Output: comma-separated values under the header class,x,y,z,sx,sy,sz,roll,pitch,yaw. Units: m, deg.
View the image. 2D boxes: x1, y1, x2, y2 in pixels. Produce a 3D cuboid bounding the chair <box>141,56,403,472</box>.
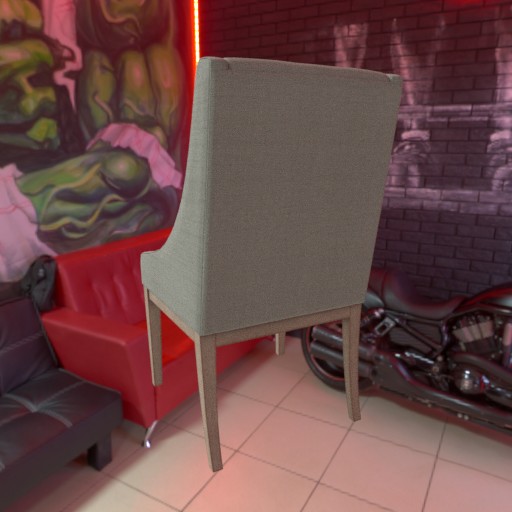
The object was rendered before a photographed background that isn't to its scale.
class,x,y,z,sx,sy,sz,roll,pitch,yaw
chair,0.000,0.000,1.367,0.575,1.021,0.611,-7,16,-27
